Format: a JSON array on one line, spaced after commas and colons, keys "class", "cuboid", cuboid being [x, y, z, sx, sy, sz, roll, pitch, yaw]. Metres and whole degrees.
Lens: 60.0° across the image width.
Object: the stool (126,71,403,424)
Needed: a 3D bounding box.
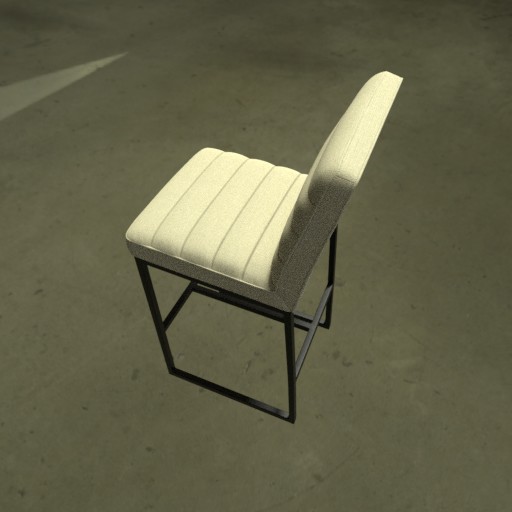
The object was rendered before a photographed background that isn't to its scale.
[{"class": "stool", "cuboid": [0.000, 0.000, 1.326, 0.560, 1.040, 0.460, 17, 49, 16]}]
